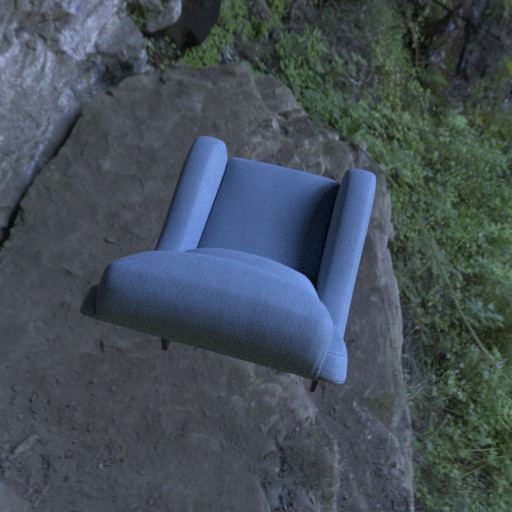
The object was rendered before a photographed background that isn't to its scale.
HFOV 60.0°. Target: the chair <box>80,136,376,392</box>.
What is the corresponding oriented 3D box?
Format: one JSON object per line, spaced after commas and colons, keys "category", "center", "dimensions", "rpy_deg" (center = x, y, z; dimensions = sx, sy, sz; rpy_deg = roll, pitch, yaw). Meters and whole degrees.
{"category": "chair", "center": [0.000, 0.000, 1.706], "dimensions": [0.785, 1.067, 0.988], "rpy_deg": [14, 64, 7]}
